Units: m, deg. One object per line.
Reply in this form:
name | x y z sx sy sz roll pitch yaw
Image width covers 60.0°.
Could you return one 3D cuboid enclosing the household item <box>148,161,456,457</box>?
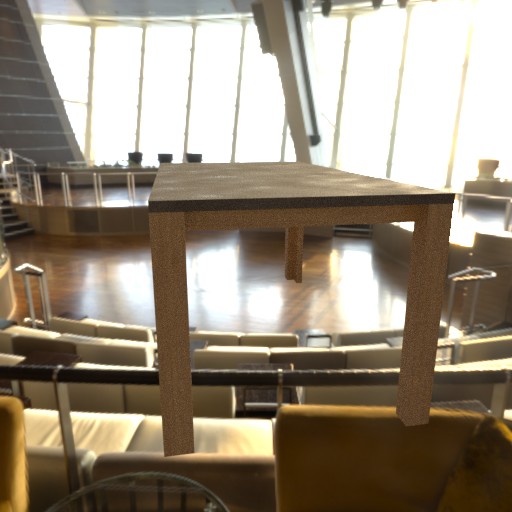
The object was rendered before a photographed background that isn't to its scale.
household item | 0.000 0.000 2.038 0.850 0.755 1.600 -3 15 -10
